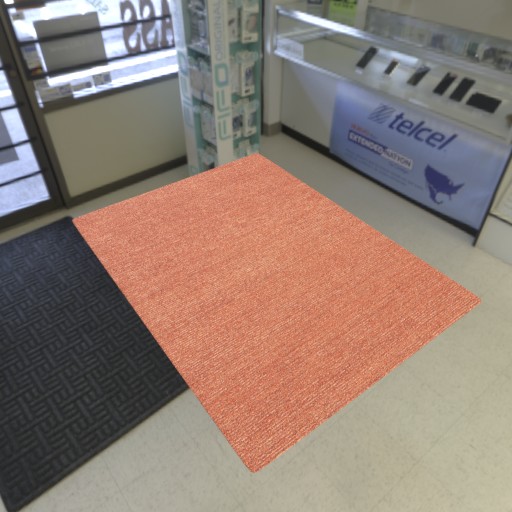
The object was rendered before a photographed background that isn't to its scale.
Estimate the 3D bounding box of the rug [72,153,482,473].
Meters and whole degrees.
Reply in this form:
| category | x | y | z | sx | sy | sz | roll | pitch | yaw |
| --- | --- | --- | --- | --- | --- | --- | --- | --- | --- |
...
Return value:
| category | x | y | z | sx | sy | sz | roll | pitch | yaw |
| --- | --- | --- | --- | --- | --- | --- | --- | --- | --- |
| rug | 0.000 | 0.000 | 2.750 | 1.594 | 0.009 | 2.112 | -26 | 47 | -27 |
